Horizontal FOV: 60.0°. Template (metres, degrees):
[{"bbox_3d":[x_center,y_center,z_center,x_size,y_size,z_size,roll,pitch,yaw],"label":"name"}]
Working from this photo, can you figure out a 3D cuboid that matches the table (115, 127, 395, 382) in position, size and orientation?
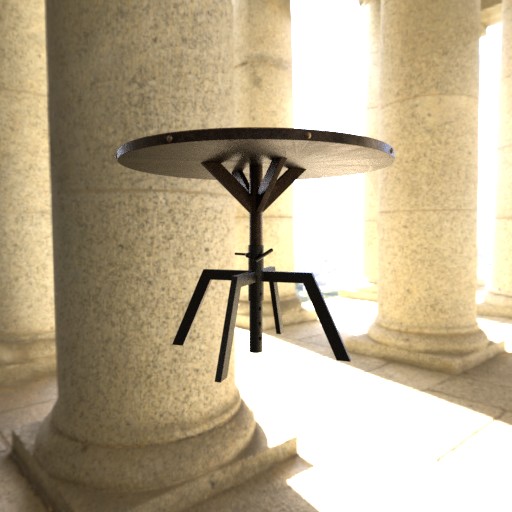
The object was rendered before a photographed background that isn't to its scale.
[{"bbox_3d":[0.000,0.000,1.498,0.885,0.658,0.885,0,3,0],"label":"table"}]
